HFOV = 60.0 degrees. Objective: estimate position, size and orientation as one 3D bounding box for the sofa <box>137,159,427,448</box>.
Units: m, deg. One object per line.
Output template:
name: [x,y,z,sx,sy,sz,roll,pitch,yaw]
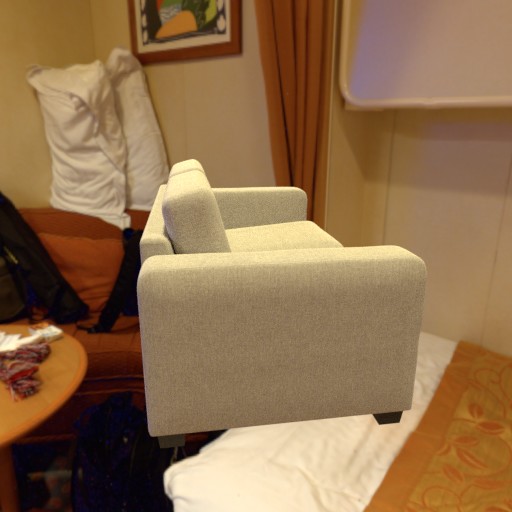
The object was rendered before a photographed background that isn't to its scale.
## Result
sofa: [0.000,0.000,2.026,0.900,0.800,1.540,-3,17,-9]
